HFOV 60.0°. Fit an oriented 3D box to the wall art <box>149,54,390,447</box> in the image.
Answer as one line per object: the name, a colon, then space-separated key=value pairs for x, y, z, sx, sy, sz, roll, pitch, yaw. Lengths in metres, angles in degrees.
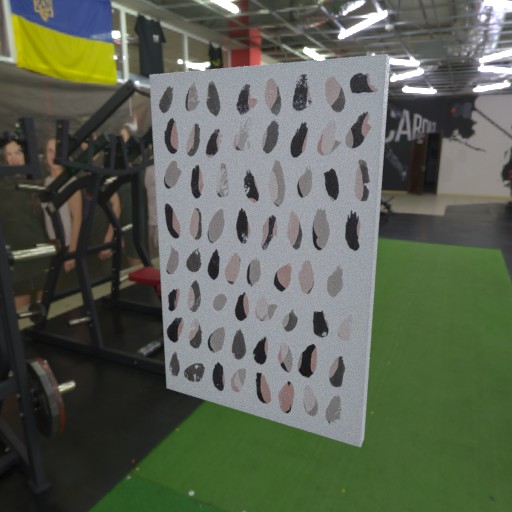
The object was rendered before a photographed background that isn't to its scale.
wall art: x=0.000 y=0.000 z=1.153 sx=0.610 sy=0.916 sz=0.037 roll=7 pitch=16 yaw=26
